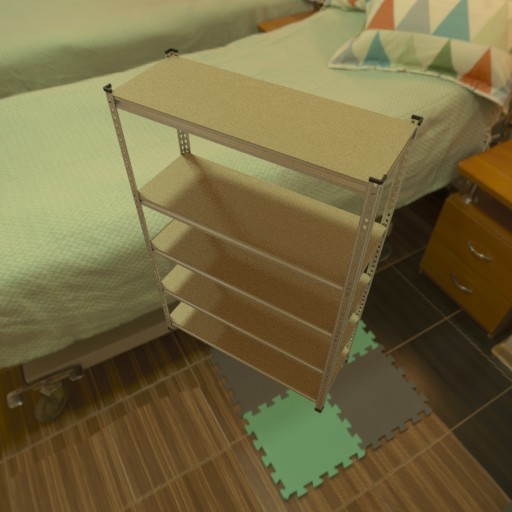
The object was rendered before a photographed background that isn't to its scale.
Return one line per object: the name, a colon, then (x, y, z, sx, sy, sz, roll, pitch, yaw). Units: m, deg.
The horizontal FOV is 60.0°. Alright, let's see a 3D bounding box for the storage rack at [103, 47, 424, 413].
storage rack: (0.000, 0.000, 2.440, 1.219, 1.829, 0.457, 24, 52, 20)
